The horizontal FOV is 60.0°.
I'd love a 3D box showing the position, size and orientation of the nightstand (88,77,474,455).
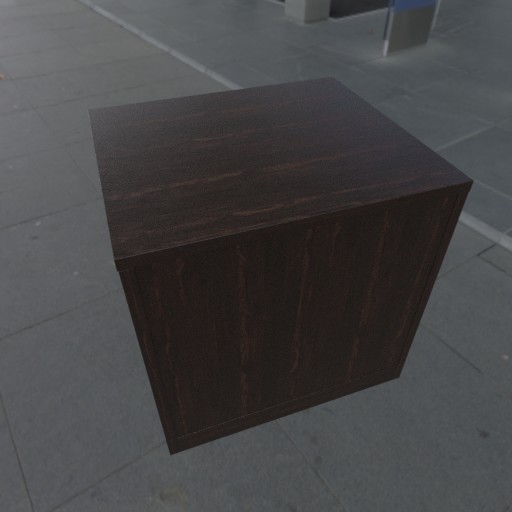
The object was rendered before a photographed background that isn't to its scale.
[{"bbox_3d":[0.000,0.000,0.863,0.489,0.487,0.427,-13,43,-15],"label":"nightstand"}]
